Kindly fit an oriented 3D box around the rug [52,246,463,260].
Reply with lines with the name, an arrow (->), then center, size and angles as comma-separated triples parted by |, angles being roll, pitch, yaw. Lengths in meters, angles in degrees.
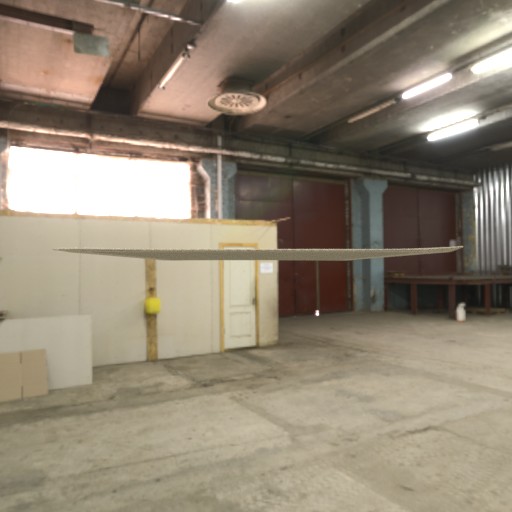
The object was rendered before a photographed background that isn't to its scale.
rug -> 0.000, 0.000, 3.889 | 2.277, 0.035, 2.897 | 0, -2, 0
